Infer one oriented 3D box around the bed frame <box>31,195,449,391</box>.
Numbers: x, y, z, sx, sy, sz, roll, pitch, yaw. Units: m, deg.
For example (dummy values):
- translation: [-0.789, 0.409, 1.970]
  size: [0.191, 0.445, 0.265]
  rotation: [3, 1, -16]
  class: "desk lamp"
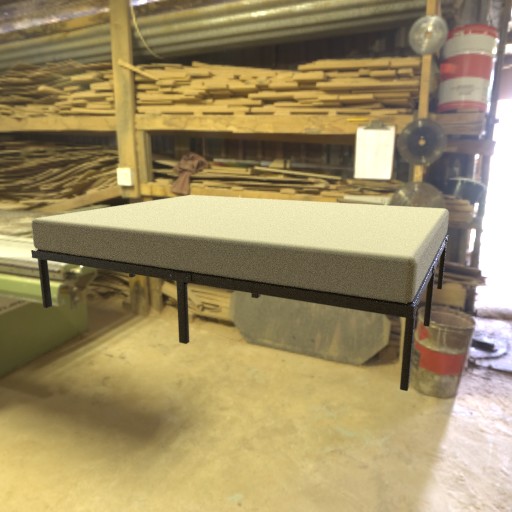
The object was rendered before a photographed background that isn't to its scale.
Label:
- translation: [0.000, 0.000, 3.487]
  size: [2.635, 0.680, 1.990]
  rotation: [7, 15, 26]
  class: "bed frame"
